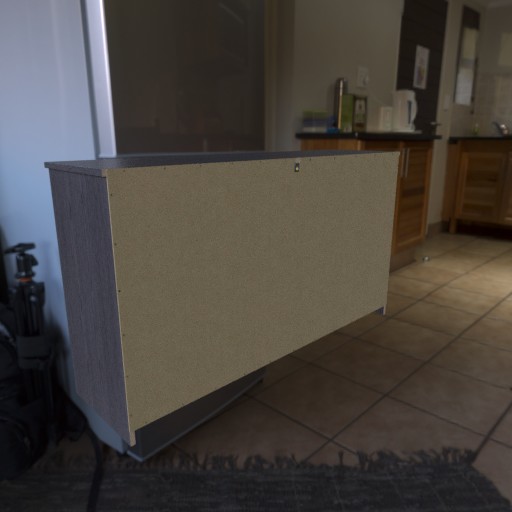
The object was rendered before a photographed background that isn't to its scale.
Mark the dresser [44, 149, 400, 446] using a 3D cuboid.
[{"bbox_3d":[0.000,0.000,1.706,1.360,0.755,0.401,-15,21,-42],"label":"dresser"}]
